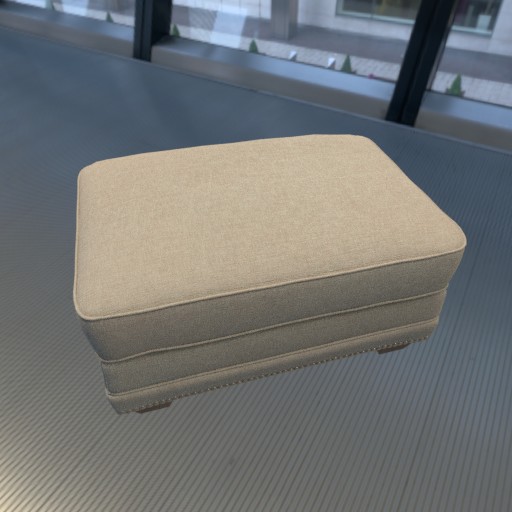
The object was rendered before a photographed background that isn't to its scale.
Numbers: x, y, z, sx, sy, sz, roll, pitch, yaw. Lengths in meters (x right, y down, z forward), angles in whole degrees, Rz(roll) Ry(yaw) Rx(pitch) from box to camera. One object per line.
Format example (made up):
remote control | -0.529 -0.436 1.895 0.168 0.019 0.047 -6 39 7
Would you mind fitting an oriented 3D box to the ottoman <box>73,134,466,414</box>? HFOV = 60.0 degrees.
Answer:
ottoman | 0.000 0.000 1.142 0.813 0.458 0.559 -11 43 -12
